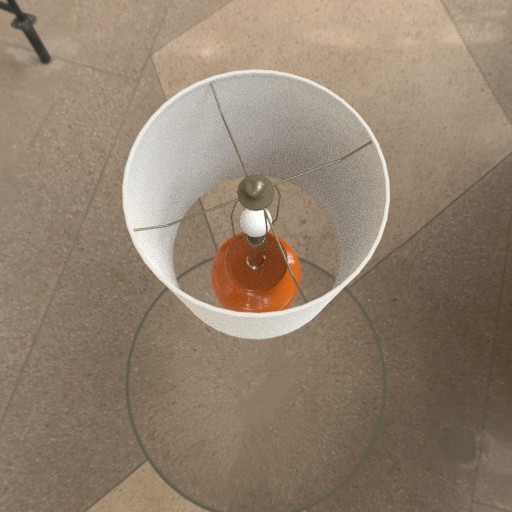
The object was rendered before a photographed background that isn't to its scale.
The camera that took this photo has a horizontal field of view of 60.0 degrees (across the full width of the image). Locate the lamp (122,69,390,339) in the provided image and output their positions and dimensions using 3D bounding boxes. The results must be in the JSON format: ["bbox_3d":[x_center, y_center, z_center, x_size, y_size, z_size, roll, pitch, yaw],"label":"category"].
[{"bbox_3d":[0.000,0.000,1.112,0.418,0.871,0.418,16,76,4],"label":"lamp"}]
